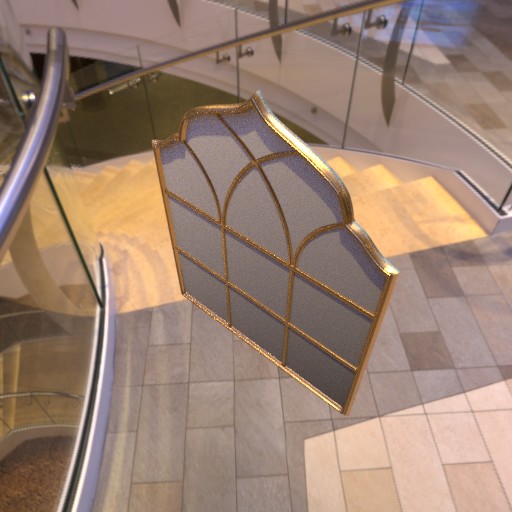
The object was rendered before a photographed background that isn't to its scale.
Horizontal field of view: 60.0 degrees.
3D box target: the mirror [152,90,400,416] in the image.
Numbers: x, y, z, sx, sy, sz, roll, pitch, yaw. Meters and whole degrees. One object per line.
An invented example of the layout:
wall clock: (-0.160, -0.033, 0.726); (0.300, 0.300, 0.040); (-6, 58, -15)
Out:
mirror: (0.000, 0.000, 0.820); (0.513, 0.635, 0.018); (32, 54, 26)
